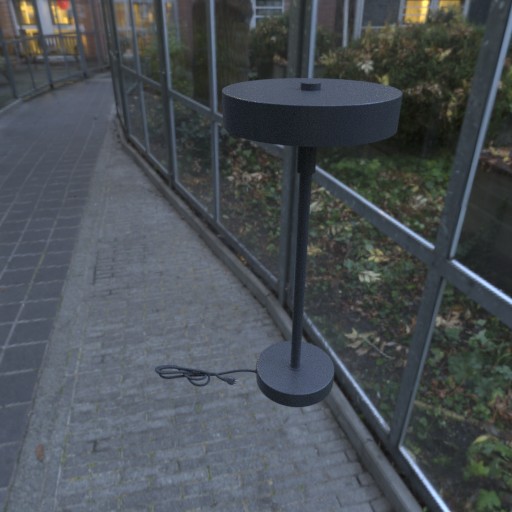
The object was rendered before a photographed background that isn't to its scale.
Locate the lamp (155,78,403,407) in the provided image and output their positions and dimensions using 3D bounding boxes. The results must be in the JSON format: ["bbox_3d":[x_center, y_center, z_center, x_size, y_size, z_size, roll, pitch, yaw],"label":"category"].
[{"bbox_3d":[0.000,0.000,0.690,0.369,0.508,0.229,0,29,0],"label":"lamp"}]
